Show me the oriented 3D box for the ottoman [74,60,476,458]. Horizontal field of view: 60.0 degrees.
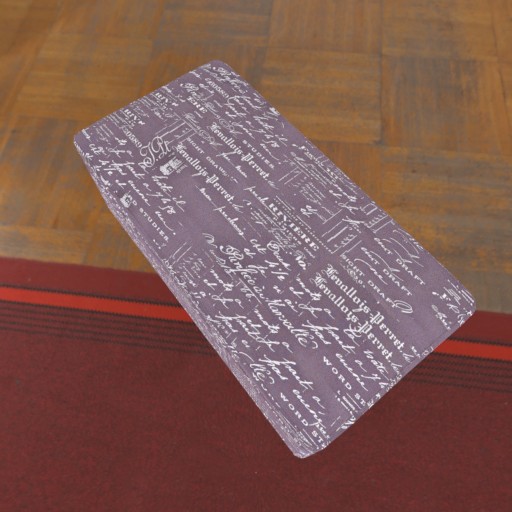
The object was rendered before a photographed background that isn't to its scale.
[{"bbox_3d":[0.000,0.000,1.049,0.406,0.457,0.813,-35,69,-16],"label":"ottoman"}]
